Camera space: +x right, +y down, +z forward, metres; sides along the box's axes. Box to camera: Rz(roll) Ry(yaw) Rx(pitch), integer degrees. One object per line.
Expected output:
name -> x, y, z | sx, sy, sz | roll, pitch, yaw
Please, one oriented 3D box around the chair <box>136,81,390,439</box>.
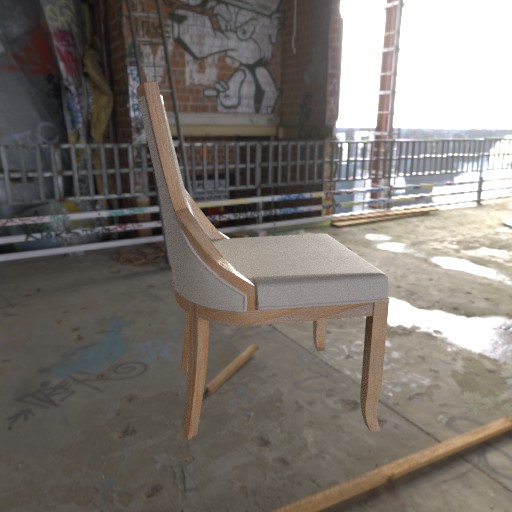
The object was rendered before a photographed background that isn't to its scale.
chair -> 0.000, 0.000, 1.353 | 0.641, 0.947, 0.524 | -3, 16, -10
